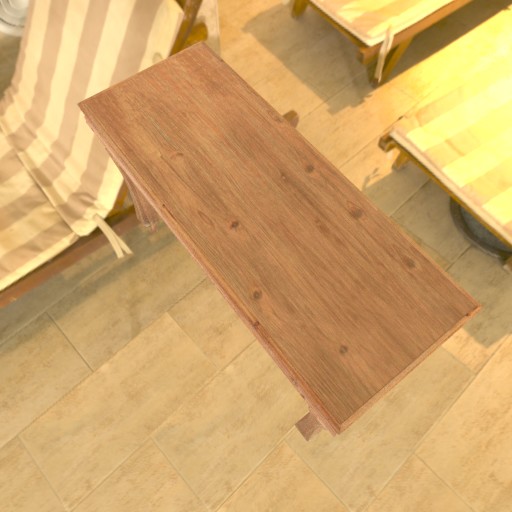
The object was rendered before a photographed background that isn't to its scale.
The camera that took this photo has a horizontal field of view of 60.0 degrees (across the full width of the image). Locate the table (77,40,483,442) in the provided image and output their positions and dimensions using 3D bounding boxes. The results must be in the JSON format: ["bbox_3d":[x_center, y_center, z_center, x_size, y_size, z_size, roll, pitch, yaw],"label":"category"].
[{"bbox_3d":[0.000,0.000,1.743,0.522,0.873,1.330,-35,69,-16],"label":"table"}]
